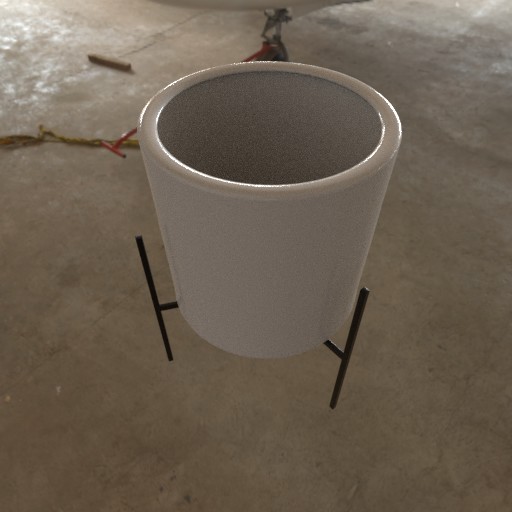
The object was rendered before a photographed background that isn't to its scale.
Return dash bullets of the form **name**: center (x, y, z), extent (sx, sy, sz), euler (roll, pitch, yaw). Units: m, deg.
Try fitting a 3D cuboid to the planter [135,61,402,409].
- **planter**: center (0.000, 0.000, 0.627), extent (0.308, 0.431, 0.307), euler (-11, 47, -10)
